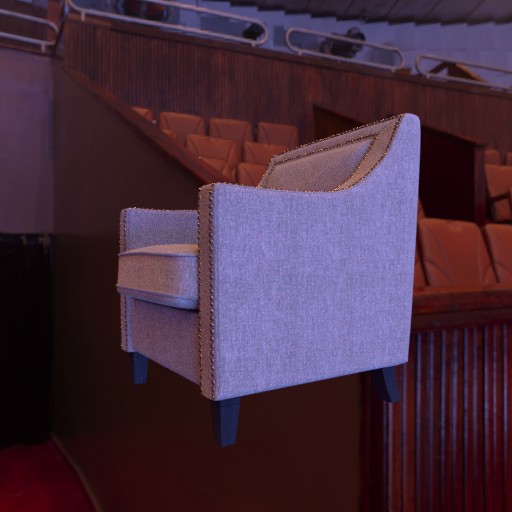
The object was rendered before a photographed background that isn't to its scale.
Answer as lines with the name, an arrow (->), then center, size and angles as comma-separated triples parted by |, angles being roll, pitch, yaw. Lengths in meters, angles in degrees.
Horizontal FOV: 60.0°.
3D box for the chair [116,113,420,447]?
chair -> 0.000, 0.000, 1.593 | 0.884, 0.967, 0.776 | 0, 0, -34
